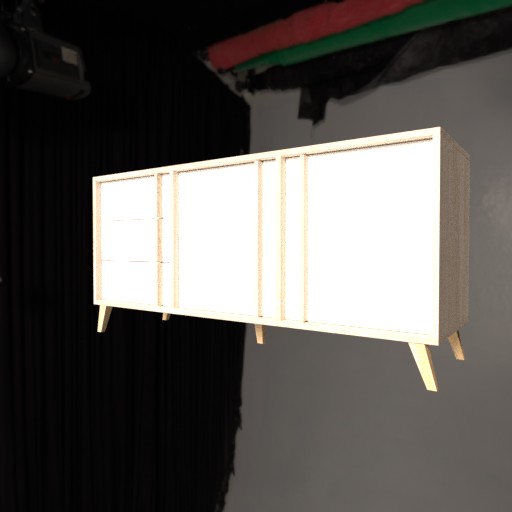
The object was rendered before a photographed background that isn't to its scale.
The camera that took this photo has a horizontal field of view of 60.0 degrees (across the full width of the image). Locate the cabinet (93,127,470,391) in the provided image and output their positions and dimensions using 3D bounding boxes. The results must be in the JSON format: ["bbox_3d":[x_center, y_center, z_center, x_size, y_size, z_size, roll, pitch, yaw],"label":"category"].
[{"bbox_3d":[0.000,0.000,1.971,1.649,0.780,0.500,1,1,35],"label":"cabinet"}]
